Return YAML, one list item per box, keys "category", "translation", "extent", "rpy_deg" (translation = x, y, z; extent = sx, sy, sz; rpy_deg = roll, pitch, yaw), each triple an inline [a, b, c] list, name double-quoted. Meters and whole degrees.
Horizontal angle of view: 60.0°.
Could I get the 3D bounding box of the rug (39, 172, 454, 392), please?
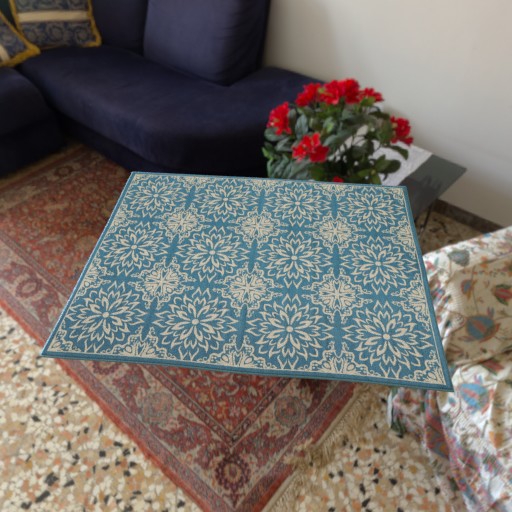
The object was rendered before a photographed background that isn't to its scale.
- category: "rug"
  translation: [0.000, 0.000, 3.960]
  extent: [2.964, 0.018, 2.350]
  rpy_deg: [4, 46, 4]
